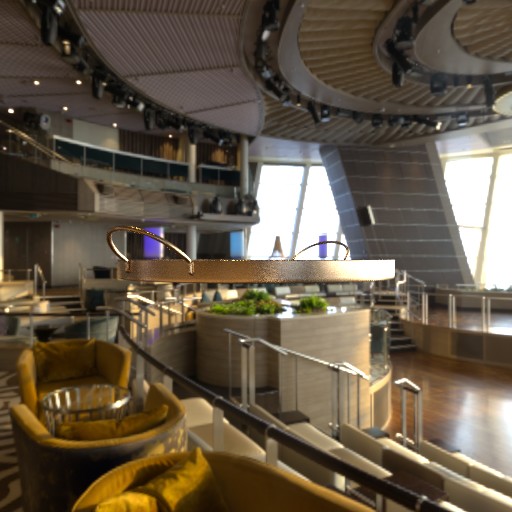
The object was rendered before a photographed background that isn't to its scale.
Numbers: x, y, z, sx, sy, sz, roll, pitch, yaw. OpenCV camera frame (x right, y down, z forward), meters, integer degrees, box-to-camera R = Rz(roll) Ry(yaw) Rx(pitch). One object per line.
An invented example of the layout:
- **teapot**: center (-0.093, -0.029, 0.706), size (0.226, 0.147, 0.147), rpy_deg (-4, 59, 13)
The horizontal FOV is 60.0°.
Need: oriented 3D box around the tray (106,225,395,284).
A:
- **tray**: center (0.000, 0.000, 0.735), size (0.438, 0.069, 0.543), rpy_deg (0, 0, 36)
